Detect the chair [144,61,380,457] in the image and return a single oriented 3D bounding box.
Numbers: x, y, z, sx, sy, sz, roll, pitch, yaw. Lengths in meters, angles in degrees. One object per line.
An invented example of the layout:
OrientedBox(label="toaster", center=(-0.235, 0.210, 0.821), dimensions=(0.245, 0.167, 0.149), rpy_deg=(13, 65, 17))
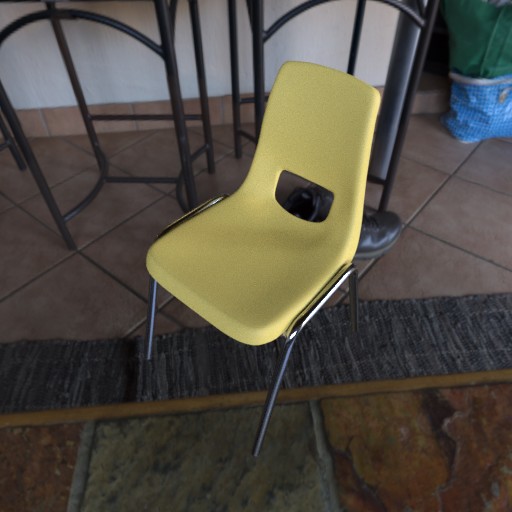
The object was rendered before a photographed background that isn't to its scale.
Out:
OrientedBox(label="chair", center=(0.000, 0.000, 0.923), dimensions=(0.381, 0.653, 0.436), rpy_deg=(32, 53, 28))
